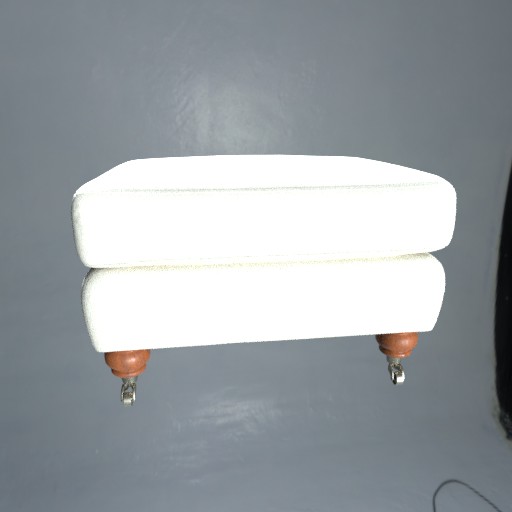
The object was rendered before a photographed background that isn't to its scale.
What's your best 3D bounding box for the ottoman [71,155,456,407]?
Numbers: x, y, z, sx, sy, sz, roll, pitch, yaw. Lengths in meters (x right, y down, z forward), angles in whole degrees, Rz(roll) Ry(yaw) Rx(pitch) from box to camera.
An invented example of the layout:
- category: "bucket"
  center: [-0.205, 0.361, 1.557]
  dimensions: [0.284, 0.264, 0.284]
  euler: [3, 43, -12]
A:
- category: "ottoman"
  center: [0.000, 0.000, 1.150]
  dimensions: [0.773, 0.499, 0.569]
  euler: [-2, 17, -7]
